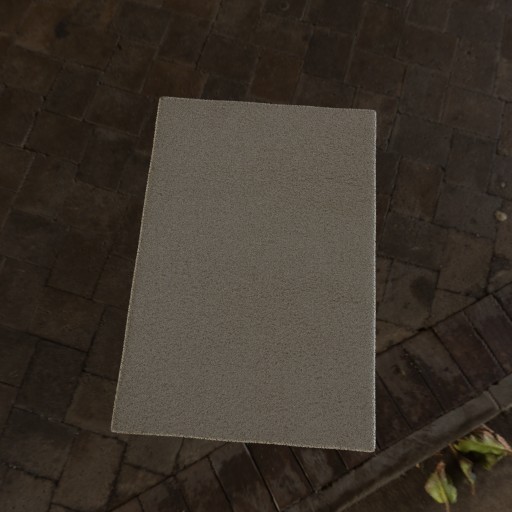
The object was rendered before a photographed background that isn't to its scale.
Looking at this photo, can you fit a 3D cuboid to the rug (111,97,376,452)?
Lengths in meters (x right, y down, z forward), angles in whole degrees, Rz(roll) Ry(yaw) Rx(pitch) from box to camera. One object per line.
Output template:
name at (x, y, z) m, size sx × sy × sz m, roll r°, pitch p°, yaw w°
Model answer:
rug at (0.000, 0.000, 2.268) m, size 1.219 × 0.030 × 1.778 m, roll 4°, pitch 75°, yaw 1°
